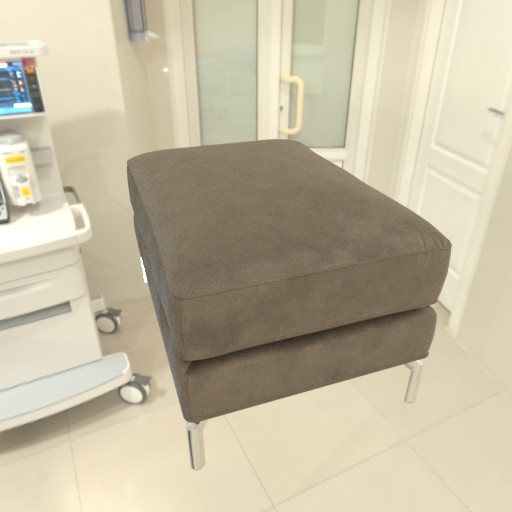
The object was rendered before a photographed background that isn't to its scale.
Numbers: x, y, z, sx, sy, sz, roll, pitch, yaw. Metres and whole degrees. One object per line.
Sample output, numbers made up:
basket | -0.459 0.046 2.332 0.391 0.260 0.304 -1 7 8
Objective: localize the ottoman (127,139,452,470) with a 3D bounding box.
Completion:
ottoman | 0.000 0.000 1.081 0.520 0.456 0.719 -10 31 -17
